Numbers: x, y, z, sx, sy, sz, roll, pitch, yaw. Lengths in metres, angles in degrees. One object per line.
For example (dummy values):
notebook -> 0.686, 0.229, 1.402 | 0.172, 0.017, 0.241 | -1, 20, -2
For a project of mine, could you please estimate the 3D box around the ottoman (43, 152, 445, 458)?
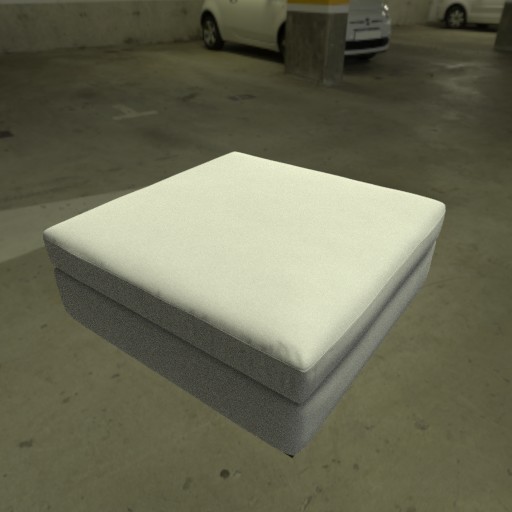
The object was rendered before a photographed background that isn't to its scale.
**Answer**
ottoman -> 0.000, 0.000, 1.809 | 1.163, 0.482, 1.167 | 21, 37, 30
